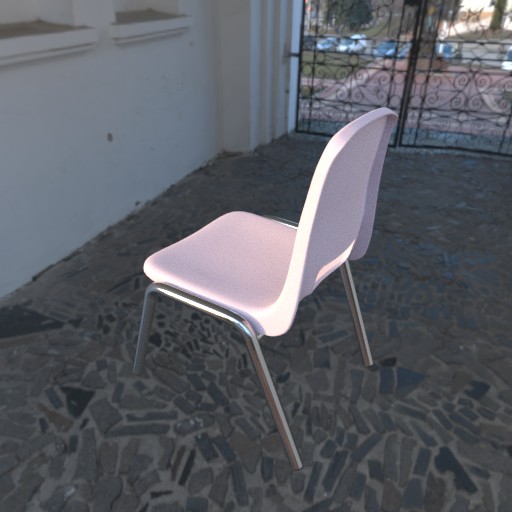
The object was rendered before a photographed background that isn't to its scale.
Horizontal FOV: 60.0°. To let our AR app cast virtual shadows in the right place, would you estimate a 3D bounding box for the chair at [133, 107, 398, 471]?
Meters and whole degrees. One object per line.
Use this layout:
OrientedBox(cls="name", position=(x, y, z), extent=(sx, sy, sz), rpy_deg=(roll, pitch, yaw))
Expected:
OrientedBox(cls="chair", position=(0.000, 0.000, 0.843), extent=(0.423, 0.586, 0.354), rpy_deg=(21, 37, 30))
